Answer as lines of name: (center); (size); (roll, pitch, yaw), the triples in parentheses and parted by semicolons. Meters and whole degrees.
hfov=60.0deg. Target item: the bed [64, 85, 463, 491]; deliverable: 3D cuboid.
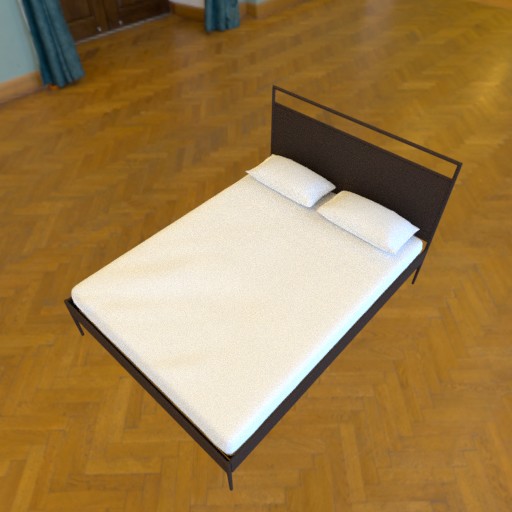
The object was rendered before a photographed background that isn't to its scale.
bed: (0.000, 0.000, 3.022); (1.572, 1.173, 2.122); (34, 55, 28)
